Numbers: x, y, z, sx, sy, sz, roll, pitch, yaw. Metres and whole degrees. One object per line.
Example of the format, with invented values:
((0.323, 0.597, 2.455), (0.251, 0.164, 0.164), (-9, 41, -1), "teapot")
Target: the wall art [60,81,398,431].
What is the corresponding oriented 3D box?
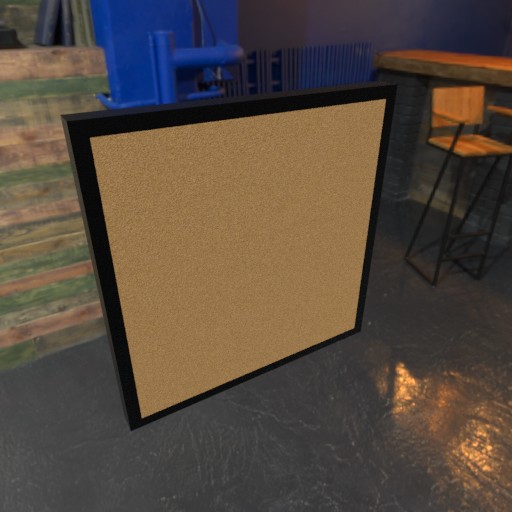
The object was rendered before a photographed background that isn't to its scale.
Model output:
((0.000, 0.000, 0.738), (0.506, 0.506, 0.038), (-16, 34, -26), "wall art")
